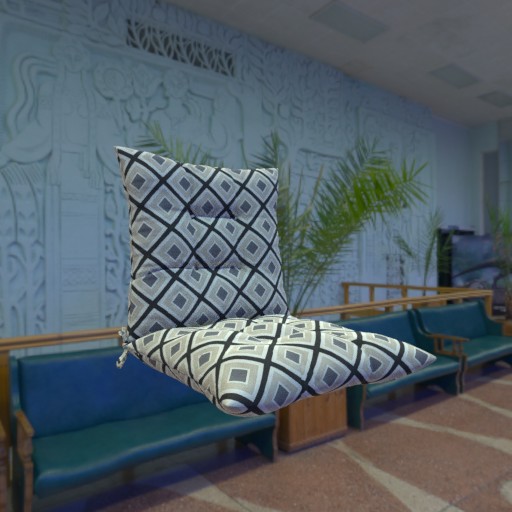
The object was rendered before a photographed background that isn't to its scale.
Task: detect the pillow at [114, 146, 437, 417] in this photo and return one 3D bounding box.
[{"bbox_3d":[0.000,0.000,1.009,0.541,0.536,0.585,0,0,-35],"label":"pillow"}]
